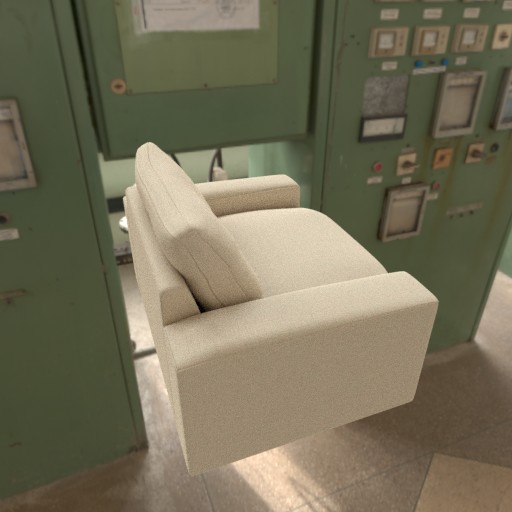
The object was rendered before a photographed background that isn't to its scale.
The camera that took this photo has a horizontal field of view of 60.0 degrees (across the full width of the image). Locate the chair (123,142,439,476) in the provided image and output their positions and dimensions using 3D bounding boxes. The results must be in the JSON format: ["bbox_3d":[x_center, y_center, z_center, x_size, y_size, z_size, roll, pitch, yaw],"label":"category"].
[{"bbox_3d":[0.000,0.000,2.084,1.039,0.915,1.398,-11,33,-18],"label":"chair"}]
